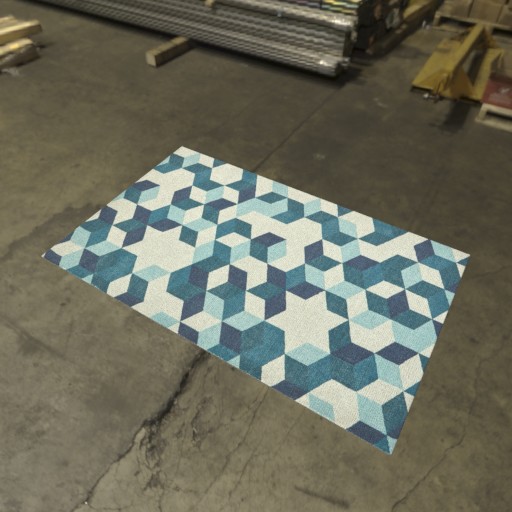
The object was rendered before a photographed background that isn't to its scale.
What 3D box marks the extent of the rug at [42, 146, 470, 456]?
[{"bbox_3d":[0.000,0.000,2.967,2.438,0.015,1.518,24,52,21],"label":"rug"}]
